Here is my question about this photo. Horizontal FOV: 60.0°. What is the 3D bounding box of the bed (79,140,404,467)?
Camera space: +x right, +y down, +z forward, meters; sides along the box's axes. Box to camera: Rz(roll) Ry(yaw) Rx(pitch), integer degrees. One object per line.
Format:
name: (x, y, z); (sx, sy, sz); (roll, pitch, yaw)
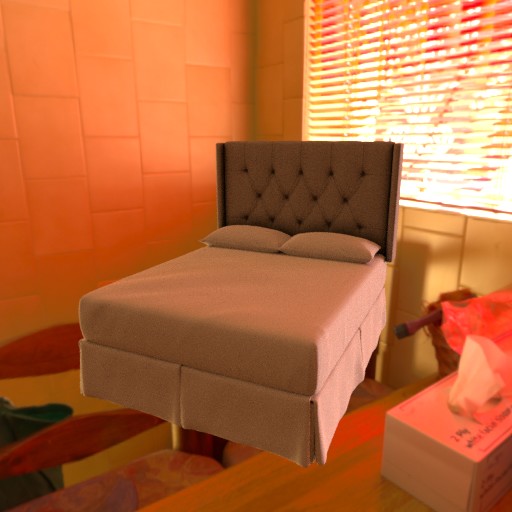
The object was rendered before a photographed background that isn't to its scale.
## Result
bed: (0.000, 0.000, 3.295); (1.719, 1.665, 2.066); (7, 16, 25)
